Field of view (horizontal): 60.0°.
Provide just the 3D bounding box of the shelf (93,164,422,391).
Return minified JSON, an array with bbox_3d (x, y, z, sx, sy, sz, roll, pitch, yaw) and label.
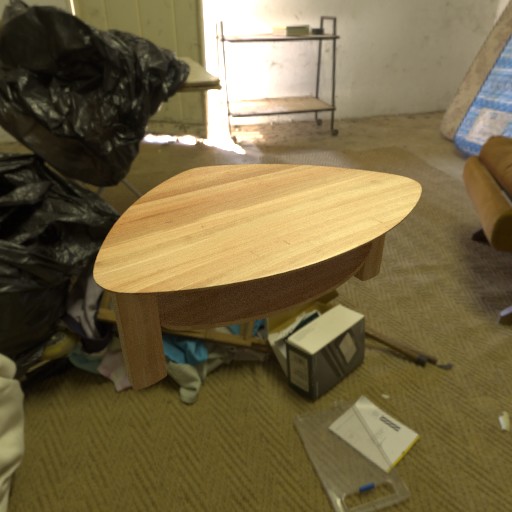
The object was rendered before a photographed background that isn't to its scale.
[{"bbox_3d":[0.000,0.000,1.649,1.240,0.439,0.863,-20,36,-31],"label":"shelf"}]
